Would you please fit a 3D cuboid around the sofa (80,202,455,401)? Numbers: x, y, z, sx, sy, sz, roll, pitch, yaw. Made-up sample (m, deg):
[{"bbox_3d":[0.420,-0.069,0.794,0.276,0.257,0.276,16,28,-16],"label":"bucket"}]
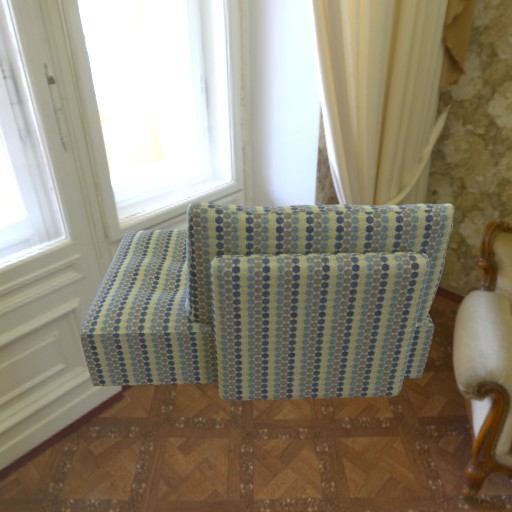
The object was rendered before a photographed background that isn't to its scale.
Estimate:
[{"bbox_3d":[0.000,0.000,2.048,1.450,0.820,1.000,-1,30,-2],"label":"sofa"}]
